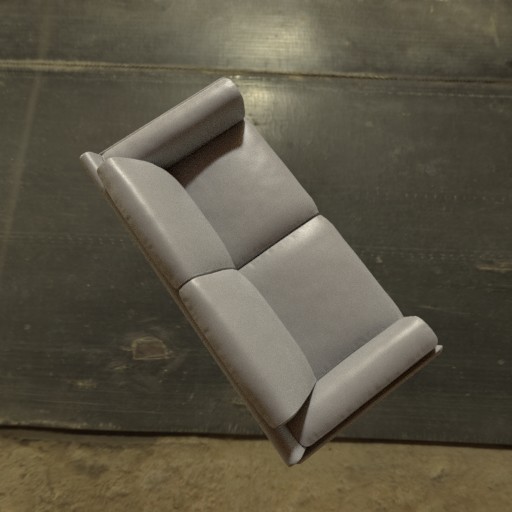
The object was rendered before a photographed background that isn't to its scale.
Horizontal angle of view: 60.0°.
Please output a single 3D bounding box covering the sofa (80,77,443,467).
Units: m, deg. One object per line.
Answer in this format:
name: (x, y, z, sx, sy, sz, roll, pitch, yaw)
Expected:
sofa: (0.000, 0.000, 2.647, 1.049, 0.930, 2.101, -35, 79, -8)
